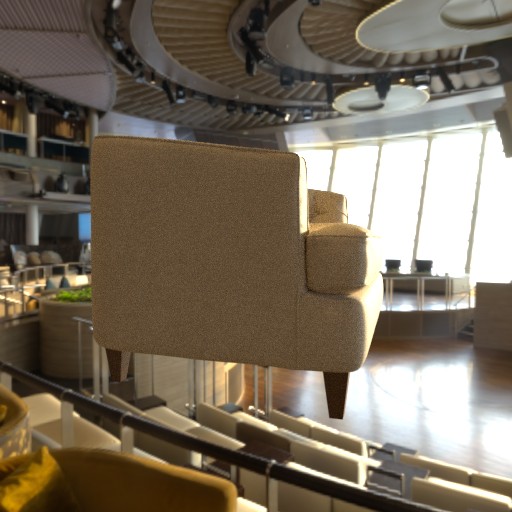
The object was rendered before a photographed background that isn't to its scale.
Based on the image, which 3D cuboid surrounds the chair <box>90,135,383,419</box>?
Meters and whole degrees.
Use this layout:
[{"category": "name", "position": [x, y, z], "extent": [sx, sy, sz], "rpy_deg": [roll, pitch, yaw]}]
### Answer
[{"category": "chair", "position": [0.000, 0.000, 1.694], "extent": [0.914, 0.787, 1.118], "rpy_deg": [1, 2, 18]}]
